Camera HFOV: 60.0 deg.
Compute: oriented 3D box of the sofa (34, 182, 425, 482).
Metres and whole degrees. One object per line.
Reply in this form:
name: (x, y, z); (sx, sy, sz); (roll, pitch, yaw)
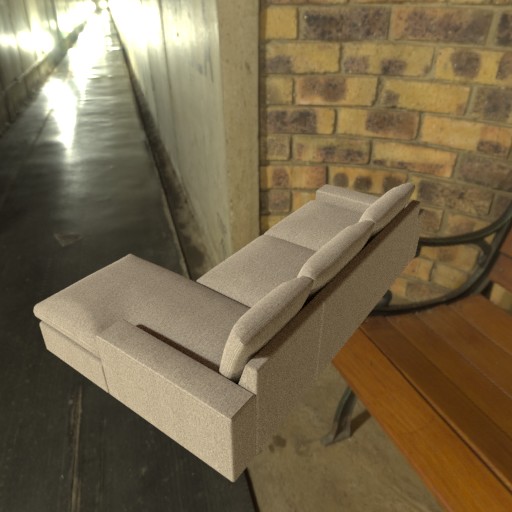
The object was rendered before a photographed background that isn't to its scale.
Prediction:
sofa: (0.000, 0.000, 3.407); (1.689, 0.813, 2.718); (21, 37, 30)
